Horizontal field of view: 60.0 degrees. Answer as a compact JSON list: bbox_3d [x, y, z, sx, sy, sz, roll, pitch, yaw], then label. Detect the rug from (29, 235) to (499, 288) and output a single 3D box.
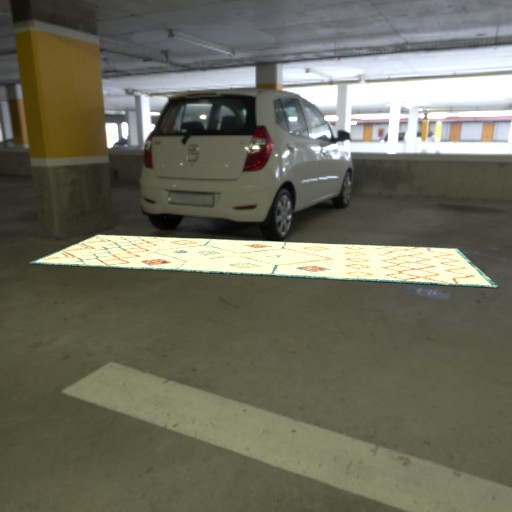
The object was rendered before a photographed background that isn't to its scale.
[{"bbox_3d":[0.000,0.000,2.623,2.435,0.011,0.750,3,15,9],"label":"rug"}]
